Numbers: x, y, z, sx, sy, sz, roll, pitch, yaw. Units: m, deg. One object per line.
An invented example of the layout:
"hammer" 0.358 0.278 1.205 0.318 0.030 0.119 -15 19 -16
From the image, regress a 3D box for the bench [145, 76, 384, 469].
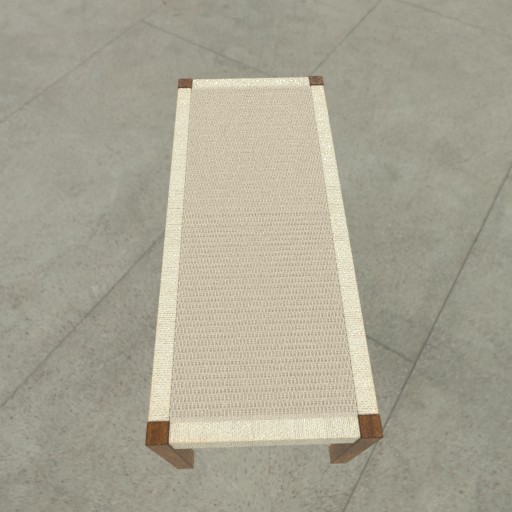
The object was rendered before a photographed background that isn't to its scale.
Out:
"bench" 0.000 0.000 1.445 0.507 0.457 1.198 -2 59 -1
